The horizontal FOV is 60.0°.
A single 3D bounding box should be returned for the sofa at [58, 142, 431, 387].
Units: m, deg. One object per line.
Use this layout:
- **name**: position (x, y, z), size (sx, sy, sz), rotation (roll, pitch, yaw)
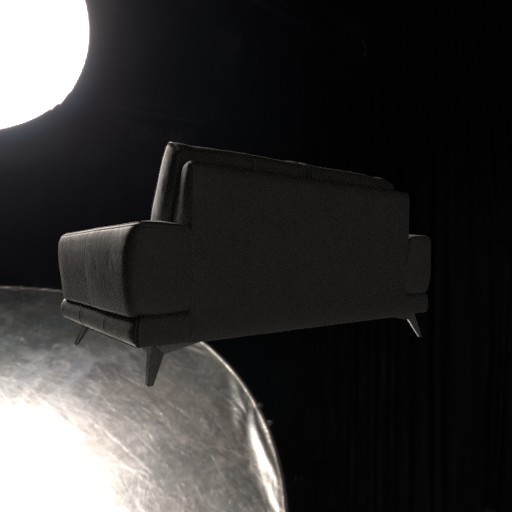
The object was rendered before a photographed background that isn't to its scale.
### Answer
- **sofa**: position (0.000, 0.000, 2.387), size (1.806, 0.907, 1.018), rotation (0, 0, -37)
